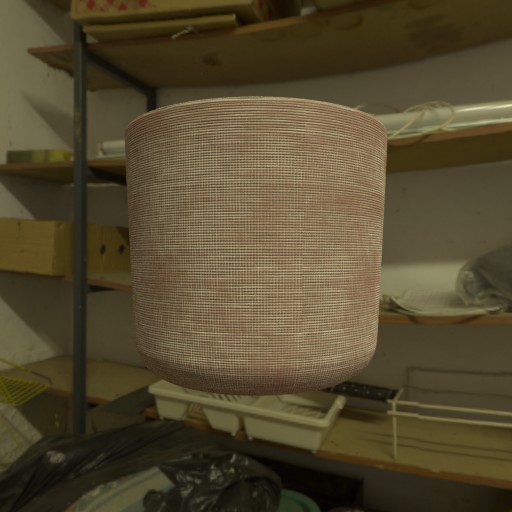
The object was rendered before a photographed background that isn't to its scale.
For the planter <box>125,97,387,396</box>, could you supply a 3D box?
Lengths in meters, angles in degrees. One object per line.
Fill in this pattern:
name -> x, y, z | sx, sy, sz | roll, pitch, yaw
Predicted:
planter -> 0.000, 0.000, 0.774 | 0.440, 0.398, 0.440 | 0, 0, 0
